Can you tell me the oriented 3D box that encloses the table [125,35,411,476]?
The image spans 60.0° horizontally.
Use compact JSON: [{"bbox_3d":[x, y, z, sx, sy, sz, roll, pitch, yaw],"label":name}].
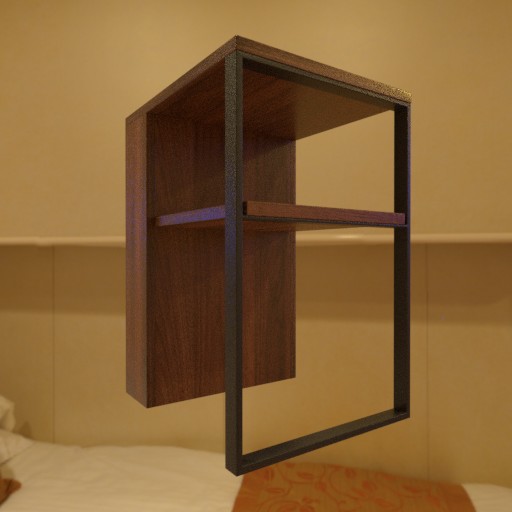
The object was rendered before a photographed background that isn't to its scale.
[{"bbox_3d":[0.000,0.000,1.549,0.660,1.041,0.786,0,0,-35],"label":"table"}]
